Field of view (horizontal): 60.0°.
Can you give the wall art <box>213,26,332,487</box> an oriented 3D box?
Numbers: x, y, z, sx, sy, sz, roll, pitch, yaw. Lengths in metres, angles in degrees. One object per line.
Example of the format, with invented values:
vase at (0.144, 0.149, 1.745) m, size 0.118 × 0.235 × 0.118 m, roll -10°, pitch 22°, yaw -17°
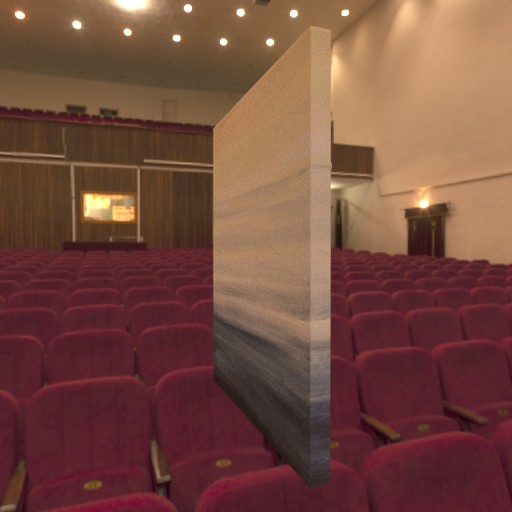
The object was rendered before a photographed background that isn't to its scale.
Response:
wall art at (0.000, 0.000, 0.970) m, size 0.041 × 0.710 × 0.608 m, roll 0°, pitch 1°, yaw -20°
